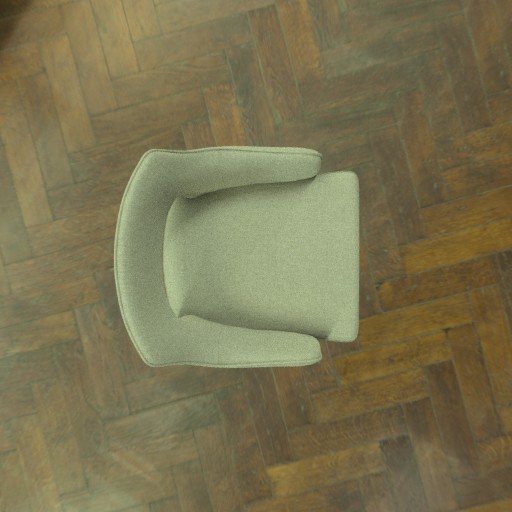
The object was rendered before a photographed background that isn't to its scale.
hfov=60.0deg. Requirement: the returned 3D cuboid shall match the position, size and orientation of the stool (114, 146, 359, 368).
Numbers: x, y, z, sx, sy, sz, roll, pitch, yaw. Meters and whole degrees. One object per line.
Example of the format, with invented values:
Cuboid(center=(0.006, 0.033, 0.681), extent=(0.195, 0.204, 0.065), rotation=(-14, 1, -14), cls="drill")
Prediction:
Cuboid(center=(0.000, 0.000, 1.380), extent=(0.560, 1.041, 0.550), rotation=(0, 91, 1), cls="stool")
